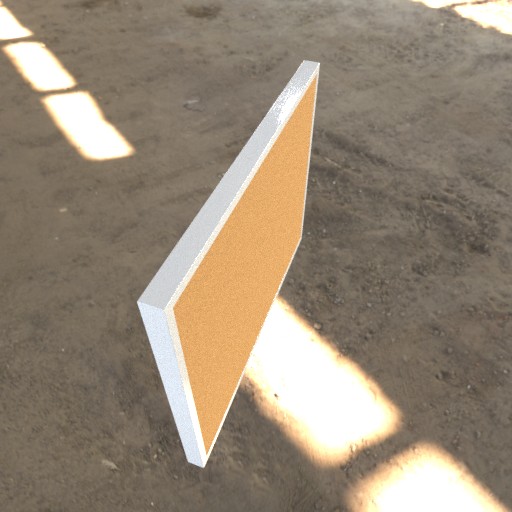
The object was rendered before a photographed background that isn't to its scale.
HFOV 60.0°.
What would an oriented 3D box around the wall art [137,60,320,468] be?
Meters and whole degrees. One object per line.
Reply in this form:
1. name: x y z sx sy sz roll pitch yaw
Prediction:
1. wall art: 0.000 0.000 1.376 0.053 0.787 1.041 15 48 14
